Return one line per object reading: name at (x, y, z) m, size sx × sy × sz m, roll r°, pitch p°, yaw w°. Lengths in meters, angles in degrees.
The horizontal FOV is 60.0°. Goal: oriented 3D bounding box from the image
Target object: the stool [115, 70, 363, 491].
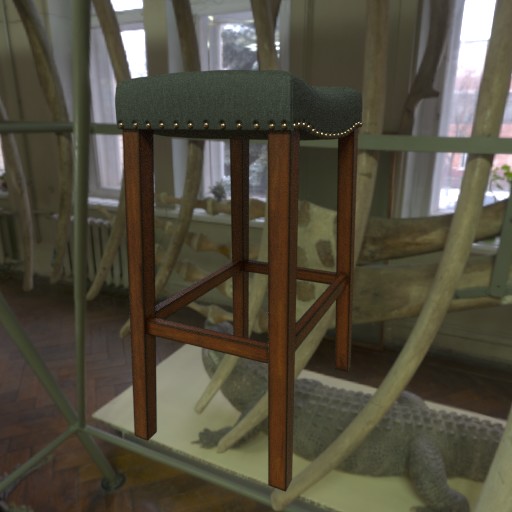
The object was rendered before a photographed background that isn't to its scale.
stool at (0.000, 0.000, 1.028) m, size 0.366 × 0.760 × 0.502 m, roll 8°, pitch 19°, yaw 24°
